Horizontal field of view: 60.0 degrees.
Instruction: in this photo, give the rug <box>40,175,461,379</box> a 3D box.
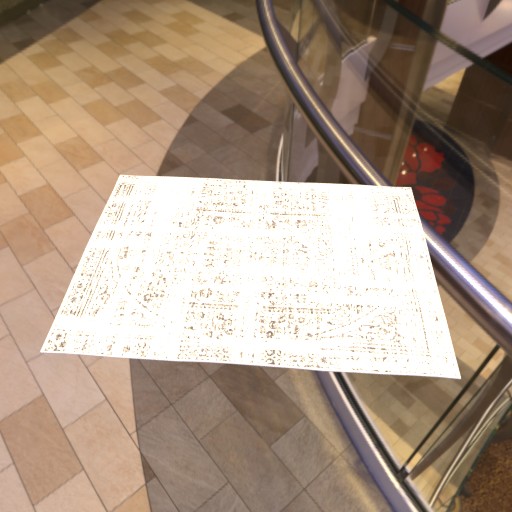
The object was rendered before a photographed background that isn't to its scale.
[{"bbox_3d":[0.000,0.000,3.112,2.438,0.026,1.706,3,48,3],"label":"rug"}]
